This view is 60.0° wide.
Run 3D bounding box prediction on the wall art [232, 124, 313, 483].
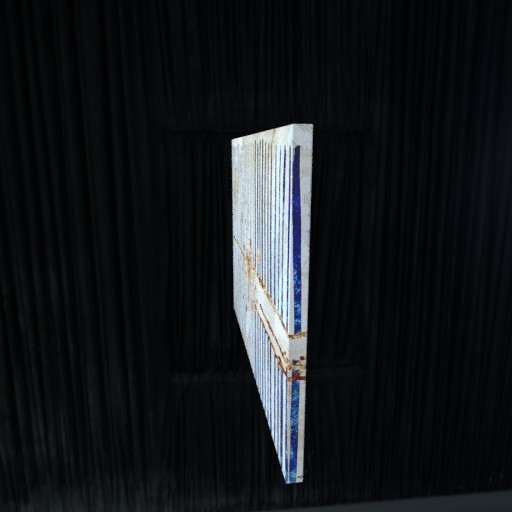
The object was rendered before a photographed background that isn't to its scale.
[{"bbox_3d":[0.000,0.000,1.155,0.030,0.609,0.919,-2,13,-8],"label":"wall art"}]
